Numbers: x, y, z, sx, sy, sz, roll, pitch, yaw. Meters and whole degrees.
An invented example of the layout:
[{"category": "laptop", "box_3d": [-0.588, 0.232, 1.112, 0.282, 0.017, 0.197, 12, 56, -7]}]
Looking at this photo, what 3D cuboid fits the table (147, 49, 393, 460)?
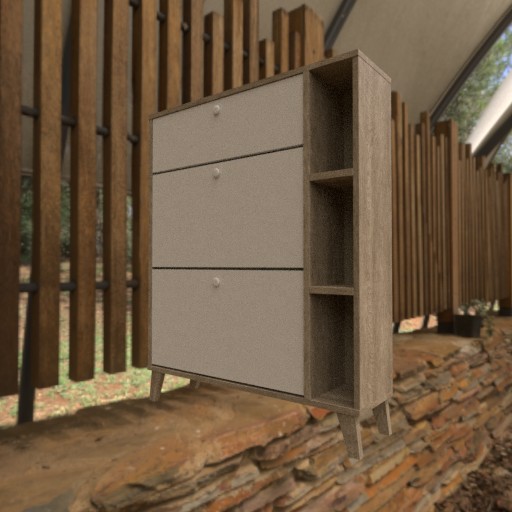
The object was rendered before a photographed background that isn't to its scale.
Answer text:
[{"category": "table", "box_3d": [0.000, 0.000, 1.590, 0.902, 1.135, 0.256, -1, -1, 37]}]
